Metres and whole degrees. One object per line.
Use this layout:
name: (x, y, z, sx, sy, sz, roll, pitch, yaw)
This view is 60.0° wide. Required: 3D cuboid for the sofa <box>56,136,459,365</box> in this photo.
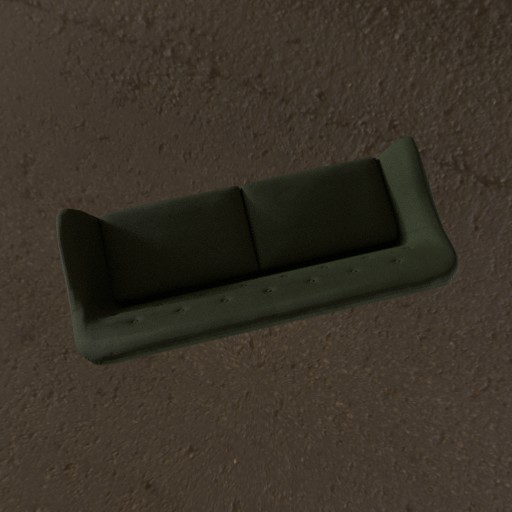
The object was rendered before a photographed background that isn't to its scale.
sofa: (0.000, 0.000, 2.279, 1.840, 0.836, 0.820, -13, 74, -4)
